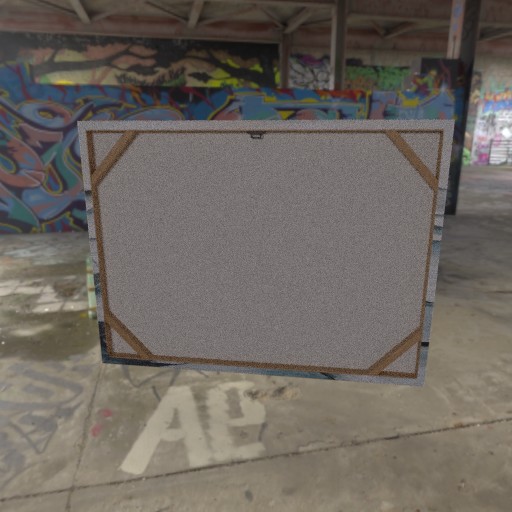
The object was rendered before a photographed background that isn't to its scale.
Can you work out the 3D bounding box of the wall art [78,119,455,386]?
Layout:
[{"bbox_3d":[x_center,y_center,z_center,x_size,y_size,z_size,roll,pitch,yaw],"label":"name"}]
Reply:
[{"bbox_3d":[0.000,0.000,1.560,1.219,0.915,0.039,2,16,8],"label":"wall art"}]
